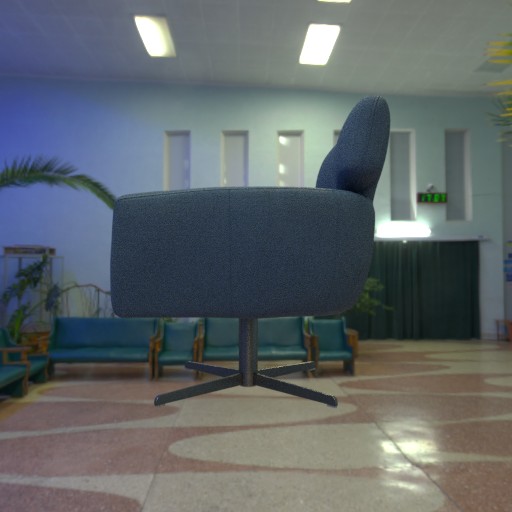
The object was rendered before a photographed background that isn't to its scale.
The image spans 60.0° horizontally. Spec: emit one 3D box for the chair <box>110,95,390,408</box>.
[{"bbox_3d":[0.000,0.000,1.411,0.761,0.813,0.738,0,-2,1],"label":"chair"}]
